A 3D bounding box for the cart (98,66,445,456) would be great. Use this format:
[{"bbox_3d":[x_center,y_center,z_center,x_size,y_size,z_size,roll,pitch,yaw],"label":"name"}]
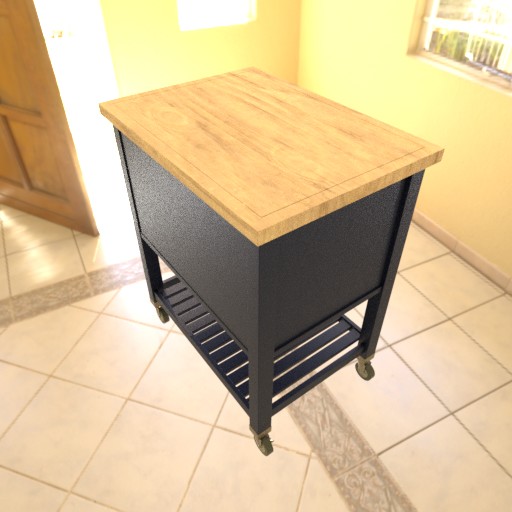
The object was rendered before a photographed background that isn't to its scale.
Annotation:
[{"bbox_3d":[0.000,0.000,1.480,0.567,0.920,0.797,-25,46,-27],"label":"cart"}]
